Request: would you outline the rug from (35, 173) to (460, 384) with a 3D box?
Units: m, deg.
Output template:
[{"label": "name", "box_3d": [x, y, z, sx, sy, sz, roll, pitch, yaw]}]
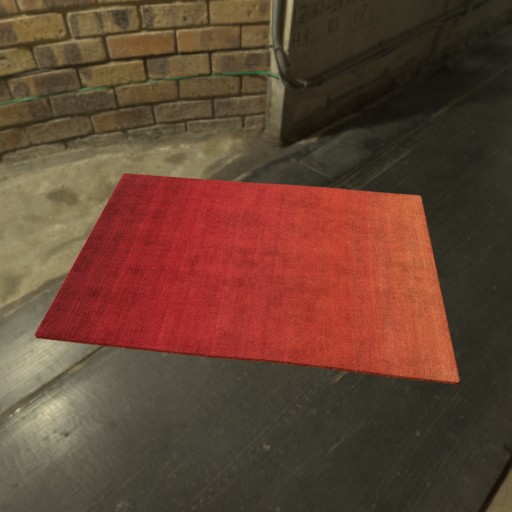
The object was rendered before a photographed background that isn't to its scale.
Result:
[{"label": "rug", "box_3d": [0.000, 0.000, 2.304, 1.835, 0.018, 1.230, 5, 47, 5]}]
